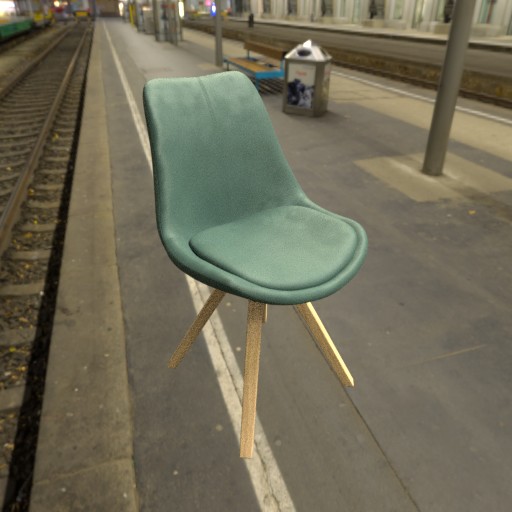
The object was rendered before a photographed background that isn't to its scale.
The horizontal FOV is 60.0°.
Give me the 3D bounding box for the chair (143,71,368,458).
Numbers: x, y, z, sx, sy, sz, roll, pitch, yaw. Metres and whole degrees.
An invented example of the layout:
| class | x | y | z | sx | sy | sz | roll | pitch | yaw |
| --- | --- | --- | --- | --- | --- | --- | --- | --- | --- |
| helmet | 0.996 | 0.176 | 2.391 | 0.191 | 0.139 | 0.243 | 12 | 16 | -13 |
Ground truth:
| class | x | y | z | sx | sy | sz | roll | pitch | yaw |
| --- | --- | --- | --- | --- | --- | --- | --- | --- | --- |
| chair | 0.000 | 0.000 | 1.198 | 0.483 | 0.865 | 0.547 | -21 | 36 | -33 |
